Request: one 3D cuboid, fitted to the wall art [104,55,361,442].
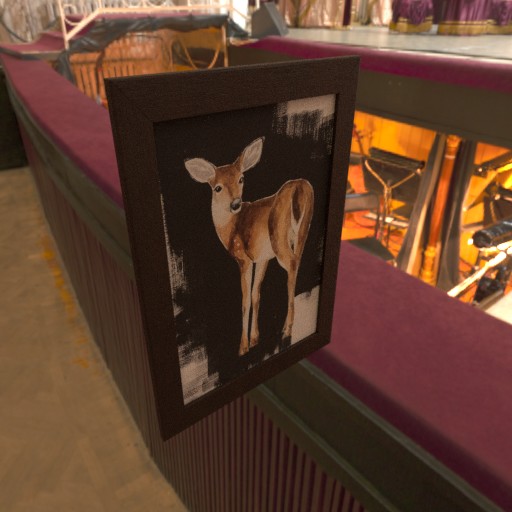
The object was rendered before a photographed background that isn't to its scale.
[{"bbox_3d":[0.000,0.000,0.637,0.359,0.508,0.013,-21,36,-33],"label":"wall art"}]
